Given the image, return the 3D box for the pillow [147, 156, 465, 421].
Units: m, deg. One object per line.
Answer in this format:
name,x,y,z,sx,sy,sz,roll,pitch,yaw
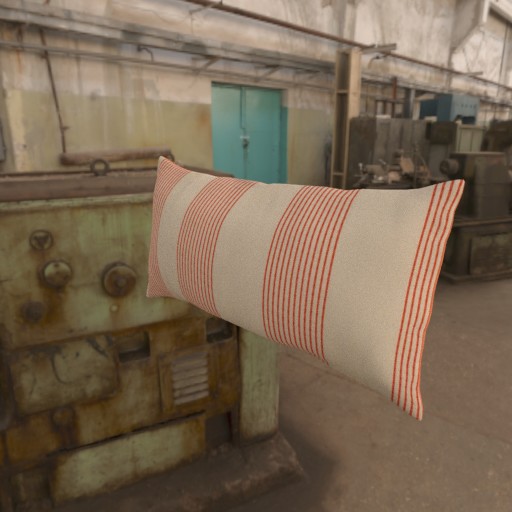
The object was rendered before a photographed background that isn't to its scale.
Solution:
pillow,0.000,0.000,0.720,0.608,0.292,0.156,15,22,42
